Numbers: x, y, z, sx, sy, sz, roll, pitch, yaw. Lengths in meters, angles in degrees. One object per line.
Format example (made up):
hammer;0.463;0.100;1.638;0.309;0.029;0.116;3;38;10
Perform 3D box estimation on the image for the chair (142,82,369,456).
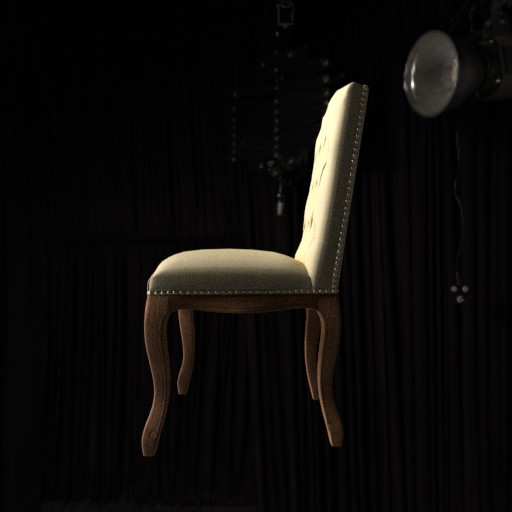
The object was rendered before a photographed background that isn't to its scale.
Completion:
chair;0.000;0.000;1.594;0.715;1.165;0.623;0;0;0
